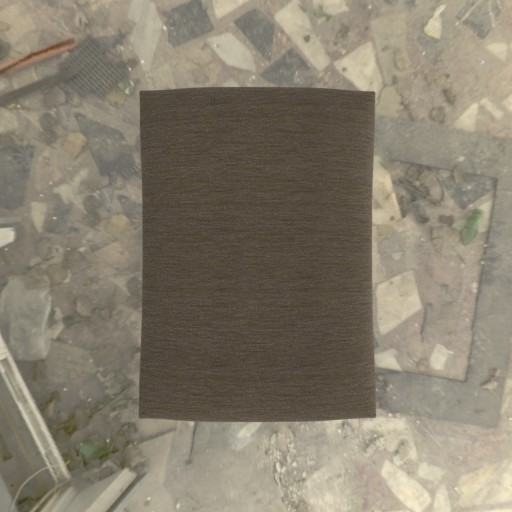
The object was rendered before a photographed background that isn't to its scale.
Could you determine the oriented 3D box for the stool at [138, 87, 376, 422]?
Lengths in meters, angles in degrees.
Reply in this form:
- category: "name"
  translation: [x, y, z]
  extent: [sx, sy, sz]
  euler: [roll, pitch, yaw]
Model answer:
- category: "stool"
  translation: [0.000, 0.000, 0.958]
  extent: [0.372, 0.654, 0.504]
  euler: [0, 89, 0]
